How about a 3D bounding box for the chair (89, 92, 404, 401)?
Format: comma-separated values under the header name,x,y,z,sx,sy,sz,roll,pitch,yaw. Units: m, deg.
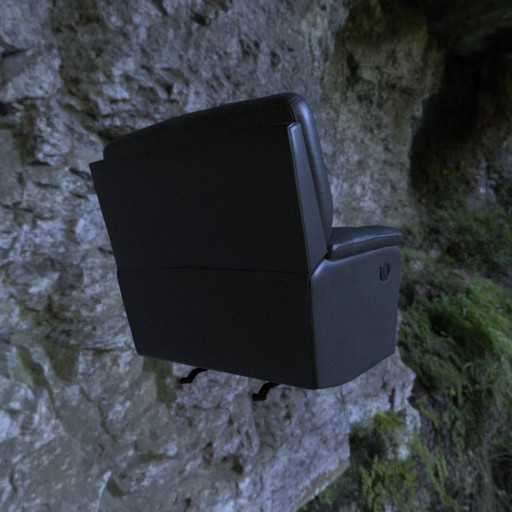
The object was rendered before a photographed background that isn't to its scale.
name,x,y,z,sx,sy,sz,roll,pitch,yaw
chair,0.000,0.000,2.028,1.096,1.109,1.087,0,0,36
